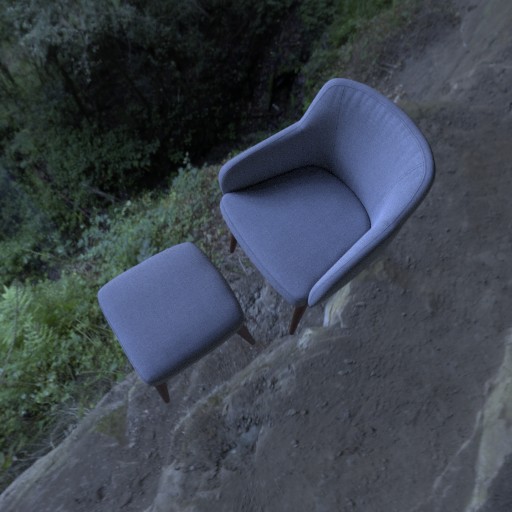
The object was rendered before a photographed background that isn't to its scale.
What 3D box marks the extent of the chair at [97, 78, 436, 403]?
[{"bbox_3d":[0.000,0.000,1.580,1.107,0.799,0.584,-32,69,-14],"label":"chair"}]
